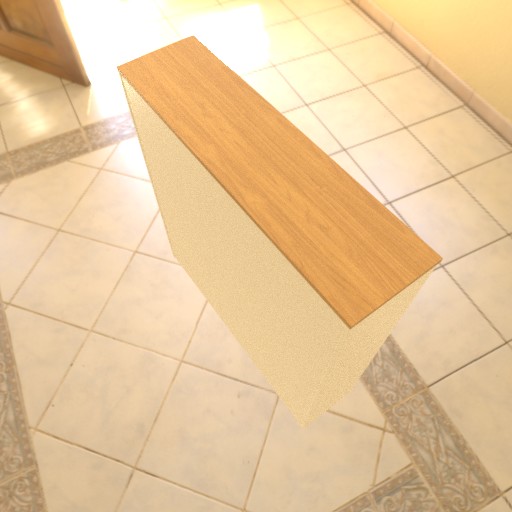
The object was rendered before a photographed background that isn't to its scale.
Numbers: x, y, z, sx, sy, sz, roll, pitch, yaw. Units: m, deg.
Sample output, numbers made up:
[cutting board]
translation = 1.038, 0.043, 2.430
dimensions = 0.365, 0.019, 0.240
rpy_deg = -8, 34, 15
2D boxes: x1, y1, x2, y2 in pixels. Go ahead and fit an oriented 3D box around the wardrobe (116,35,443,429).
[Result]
[wardrobe]
translation = 0.000, 0.000, 3.369
dimensions = 0.590, 2.260, 2.160
rpy_deg = -32, 64, -18
